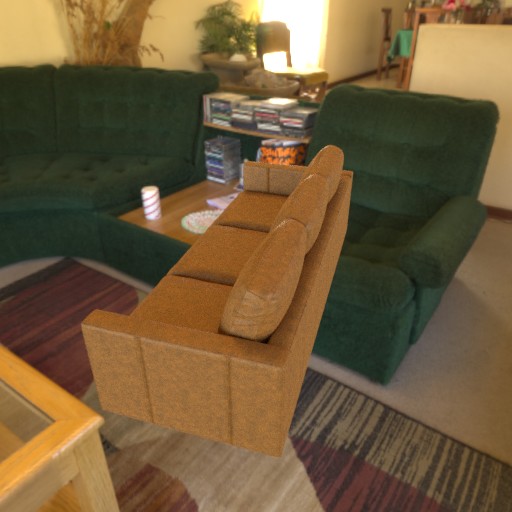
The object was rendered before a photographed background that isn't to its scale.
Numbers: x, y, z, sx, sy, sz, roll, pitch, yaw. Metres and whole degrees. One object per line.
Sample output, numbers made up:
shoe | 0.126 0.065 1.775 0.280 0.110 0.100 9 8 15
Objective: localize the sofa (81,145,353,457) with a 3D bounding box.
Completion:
sofa | 0.000 0.000 2.750 0.903 0.930 2.231 9 31 15
